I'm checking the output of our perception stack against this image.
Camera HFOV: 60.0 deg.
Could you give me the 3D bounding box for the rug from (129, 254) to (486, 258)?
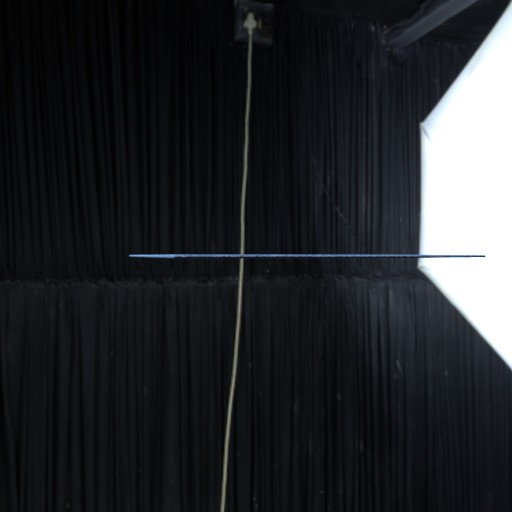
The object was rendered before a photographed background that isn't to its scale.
[{"bbox_3d":[0.000,0.000,3.059,1.526,0.015,2.441,0,0,-20],"label":"rug"}]
